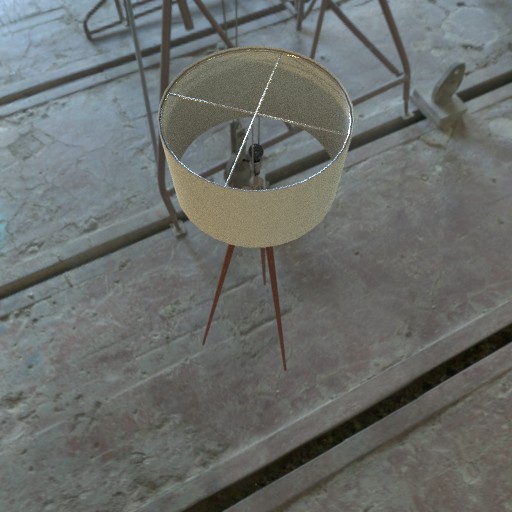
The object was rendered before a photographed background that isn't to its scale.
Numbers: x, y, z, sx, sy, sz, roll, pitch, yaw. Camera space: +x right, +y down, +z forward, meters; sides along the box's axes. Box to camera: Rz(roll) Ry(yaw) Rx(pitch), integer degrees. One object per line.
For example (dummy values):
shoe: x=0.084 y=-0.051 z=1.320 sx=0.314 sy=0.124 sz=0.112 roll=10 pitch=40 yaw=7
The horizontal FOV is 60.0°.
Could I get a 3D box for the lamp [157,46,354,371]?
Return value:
lamp: x=0.000 y=0.000 z=1.782 sx=0.483 sy=1.553 sz=0.483 roll=15 pitch=64 yaw=8
